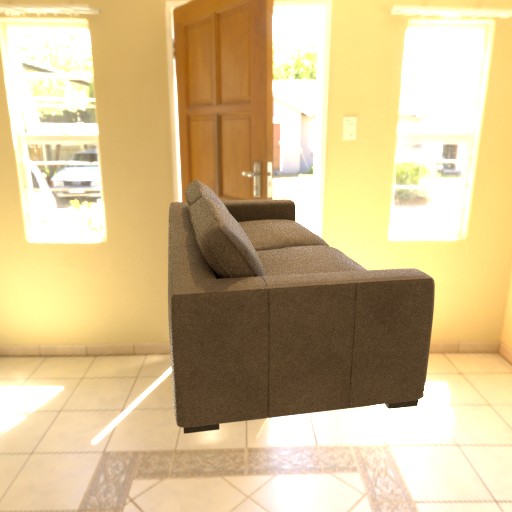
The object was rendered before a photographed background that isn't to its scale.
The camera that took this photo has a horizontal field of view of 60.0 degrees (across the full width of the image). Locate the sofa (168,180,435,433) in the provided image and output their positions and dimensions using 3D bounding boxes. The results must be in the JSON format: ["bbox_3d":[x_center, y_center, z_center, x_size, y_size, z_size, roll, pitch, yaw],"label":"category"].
[{"bbox_3d":[0.000,0.000,2.758,1.070,0.801,2.262,-3,16,-10],"label":"sofa"}]
